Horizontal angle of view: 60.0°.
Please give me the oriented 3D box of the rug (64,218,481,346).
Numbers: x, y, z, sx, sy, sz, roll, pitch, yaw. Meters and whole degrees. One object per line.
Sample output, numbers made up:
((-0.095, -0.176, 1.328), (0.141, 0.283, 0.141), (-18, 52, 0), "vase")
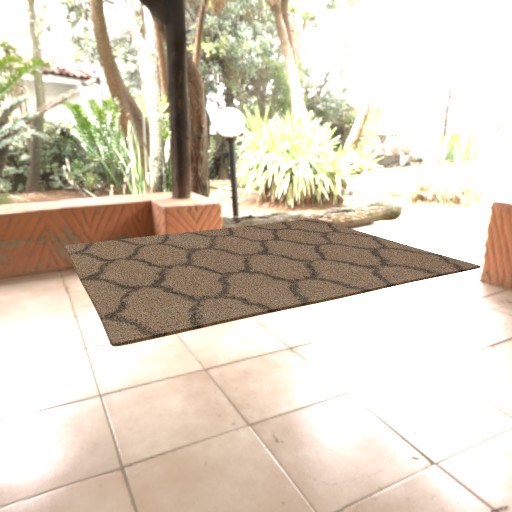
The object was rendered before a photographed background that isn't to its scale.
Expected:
((0.000, 0.000, 4.020), (3.000, 0.026, 2.399), (-8, 18, -27), "rug")
